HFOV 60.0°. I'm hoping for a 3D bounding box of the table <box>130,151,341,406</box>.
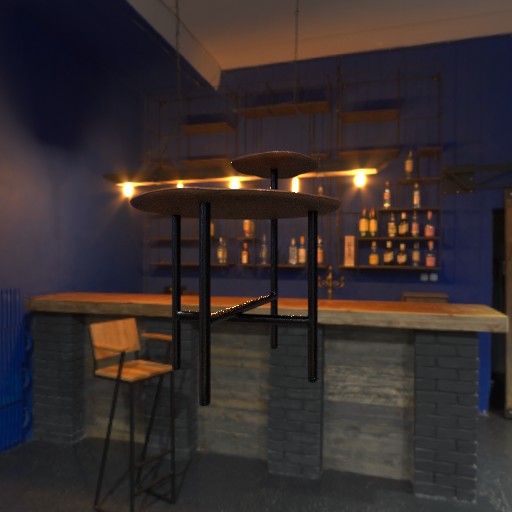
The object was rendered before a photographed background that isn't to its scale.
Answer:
[{"bbox_3d":[0.000,0.000,1.104,0.442,0.538,0.759,0,0,18],"label":"table"}]
